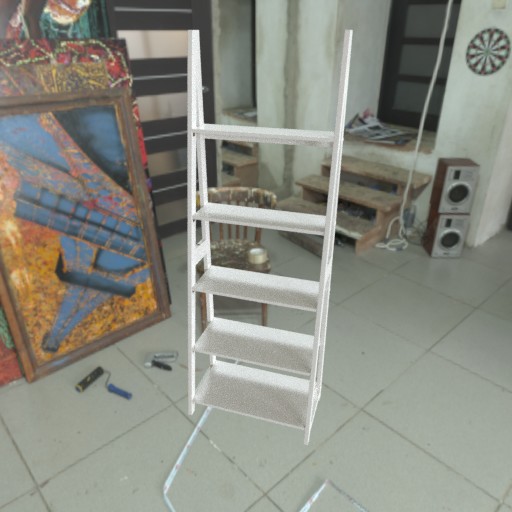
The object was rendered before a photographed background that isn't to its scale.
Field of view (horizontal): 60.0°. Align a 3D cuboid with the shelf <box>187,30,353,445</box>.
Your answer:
[{"bbox_3d":[0.000,0.000,1.959,0.636,1.779,0.341,8,28,16],"label":"shelf"}]
